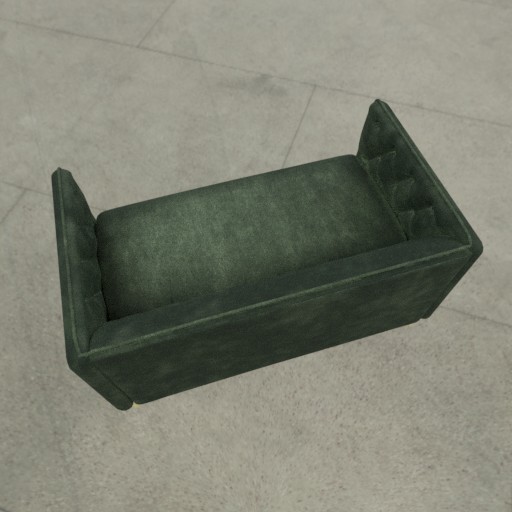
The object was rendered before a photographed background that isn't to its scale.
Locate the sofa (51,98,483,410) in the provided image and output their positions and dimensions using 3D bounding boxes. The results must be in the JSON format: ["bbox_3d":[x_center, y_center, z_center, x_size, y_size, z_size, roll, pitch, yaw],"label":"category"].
[{"bbox_3d":[0.000,0.000,2.035,1.537,0.768,0.895,-15,60,-9],"label":"sofa"}]
